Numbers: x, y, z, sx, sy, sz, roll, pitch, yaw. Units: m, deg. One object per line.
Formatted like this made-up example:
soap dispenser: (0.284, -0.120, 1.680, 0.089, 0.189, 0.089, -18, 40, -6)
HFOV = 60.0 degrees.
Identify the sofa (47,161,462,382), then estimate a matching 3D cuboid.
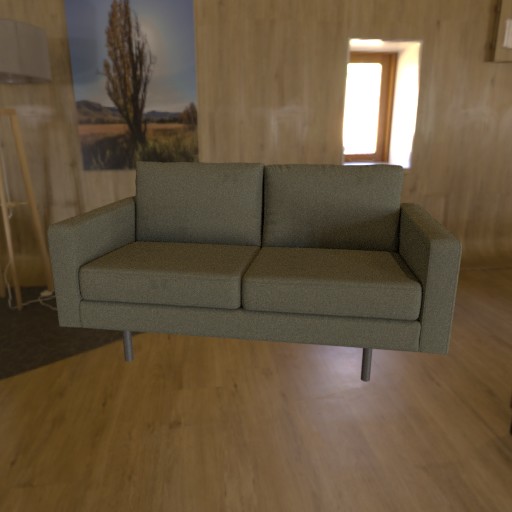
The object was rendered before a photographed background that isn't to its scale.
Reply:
sofa: (0.000, 0.000, 2.272, 1.730, 0.897, 0.889, 2, 16, 8)
